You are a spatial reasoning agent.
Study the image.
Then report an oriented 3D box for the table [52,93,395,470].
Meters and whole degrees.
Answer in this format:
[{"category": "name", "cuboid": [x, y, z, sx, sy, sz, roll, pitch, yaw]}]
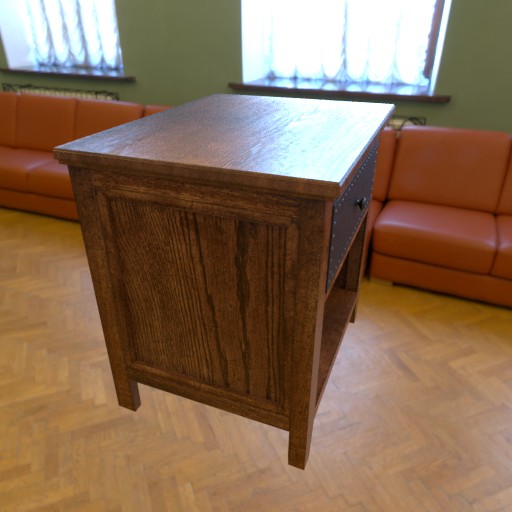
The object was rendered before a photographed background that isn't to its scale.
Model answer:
[{"category": "table", "cuboid": [0.000, 0.000, 1.006, 0.461, 0.597, 0.586, 11, 31, 19]}]
